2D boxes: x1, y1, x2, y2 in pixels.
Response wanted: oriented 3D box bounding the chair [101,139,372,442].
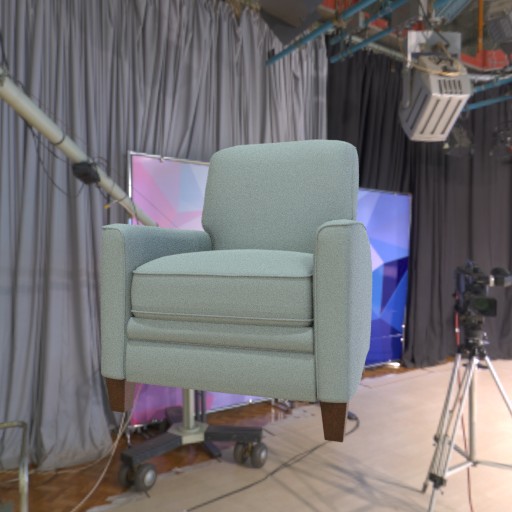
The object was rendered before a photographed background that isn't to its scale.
[{"bbox_3d":[0.000,0.000,1.686,0.853,1.007,0.846,0,1,18],"label":"chair"}]
